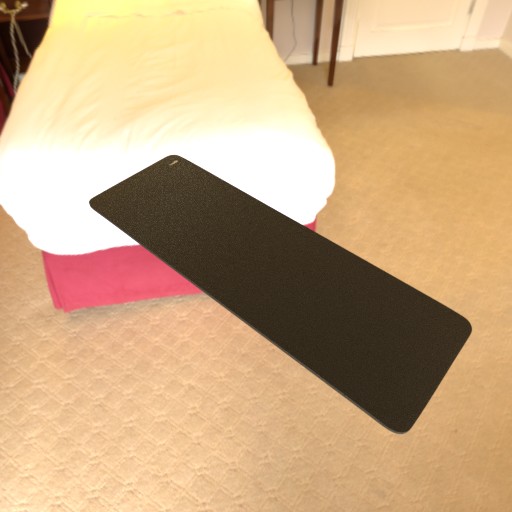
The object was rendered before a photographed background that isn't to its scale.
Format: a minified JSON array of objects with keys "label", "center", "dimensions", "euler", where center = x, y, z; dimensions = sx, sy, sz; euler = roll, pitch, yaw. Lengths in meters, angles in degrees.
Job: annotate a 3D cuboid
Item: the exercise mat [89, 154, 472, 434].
[{"label":"exercise mat","center":[0.000,0.000,2.070],"dimensions":[1.869,0.021,0.616],"euler":[33,55,27]}]
